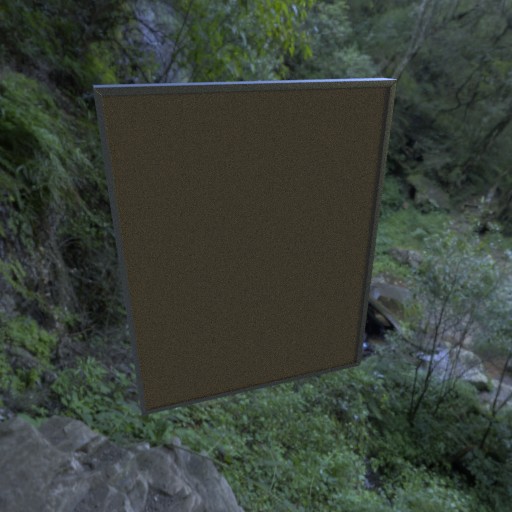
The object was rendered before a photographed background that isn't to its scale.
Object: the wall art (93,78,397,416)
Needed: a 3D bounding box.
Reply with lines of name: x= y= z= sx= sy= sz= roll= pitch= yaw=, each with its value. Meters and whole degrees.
wall art: x=0.000 y=0.000 z=0.756 sx=0.445 sy=0.553 sz=0.039 roll=-8 pitch=27 yaw=-16
